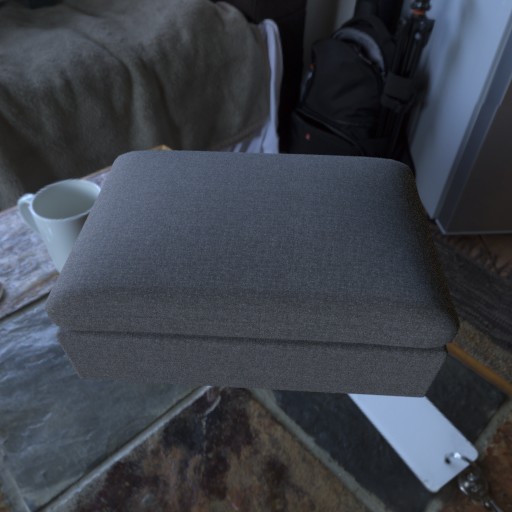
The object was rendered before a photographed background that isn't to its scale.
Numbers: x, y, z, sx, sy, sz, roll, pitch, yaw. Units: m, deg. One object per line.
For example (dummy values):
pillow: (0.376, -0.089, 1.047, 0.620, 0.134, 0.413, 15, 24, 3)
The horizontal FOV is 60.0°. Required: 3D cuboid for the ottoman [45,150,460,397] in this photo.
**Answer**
ottoman: (0.000, 0.000, 1.412, 1.041, 0.483, 0.711, 2, 46, 2)
